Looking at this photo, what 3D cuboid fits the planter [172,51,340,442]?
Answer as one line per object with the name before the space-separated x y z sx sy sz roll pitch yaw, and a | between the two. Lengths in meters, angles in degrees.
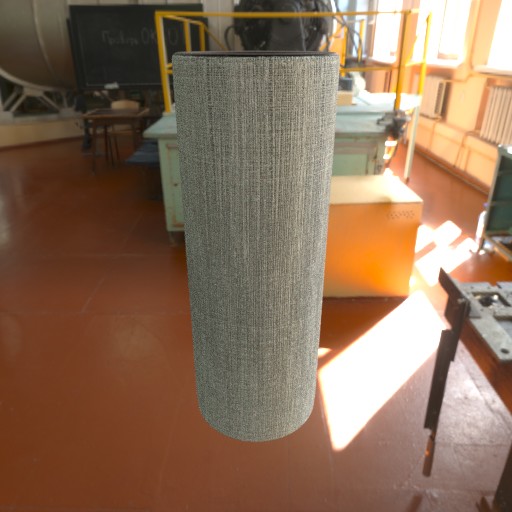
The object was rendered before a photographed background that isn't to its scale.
planter | 0.000 0.000 0.323 0.100 0.270 0.100 17 30 31
